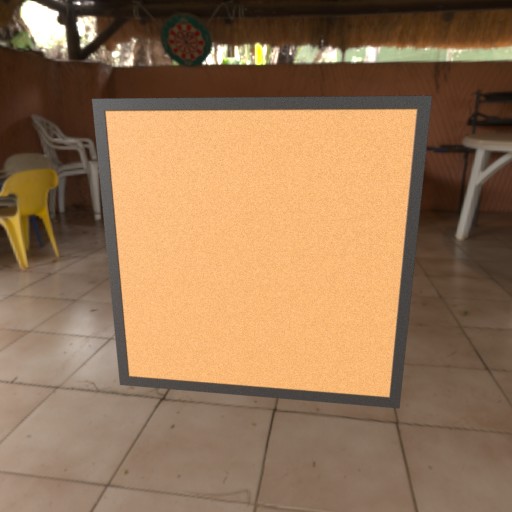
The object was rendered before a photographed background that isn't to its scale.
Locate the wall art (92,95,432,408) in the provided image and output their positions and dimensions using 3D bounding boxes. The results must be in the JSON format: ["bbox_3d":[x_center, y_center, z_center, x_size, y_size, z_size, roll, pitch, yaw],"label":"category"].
[{"bbox_3d":[0.000,0.000,0.452,0.304,0.304,0.038,2,16,8],"label":"wall art"}]
